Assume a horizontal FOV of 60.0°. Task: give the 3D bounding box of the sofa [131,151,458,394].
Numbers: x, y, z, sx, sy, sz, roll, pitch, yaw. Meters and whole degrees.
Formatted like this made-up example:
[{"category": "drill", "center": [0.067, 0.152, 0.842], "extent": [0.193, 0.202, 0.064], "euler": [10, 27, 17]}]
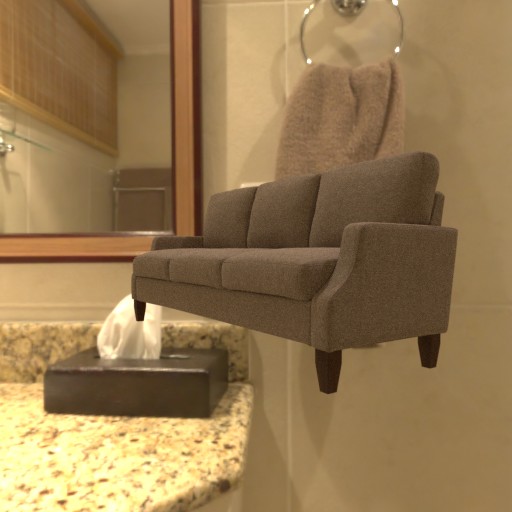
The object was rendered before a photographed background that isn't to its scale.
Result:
[{"category": "sofa", "center": [0.000, 0.000, 2.670], "extent": [0.888, 0.984, 2.115], "euler": [-1, 1, -34]}]
